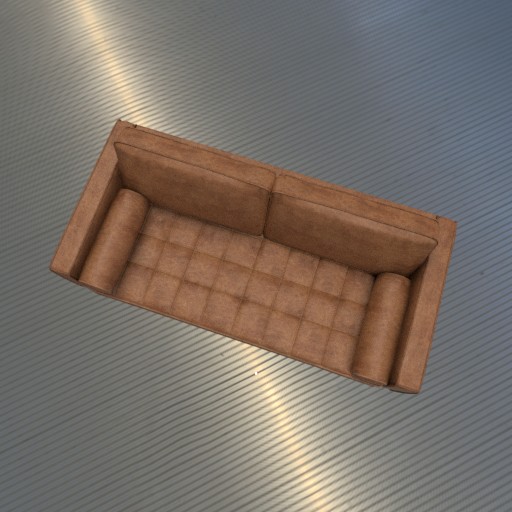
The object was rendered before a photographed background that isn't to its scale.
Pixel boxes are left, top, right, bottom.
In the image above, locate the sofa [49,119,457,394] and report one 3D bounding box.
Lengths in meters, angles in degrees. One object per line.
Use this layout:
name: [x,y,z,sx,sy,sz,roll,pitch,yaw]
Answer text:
sofa: [0.000,0.000,2.433,1.920,0.825,0.924,18,76,5]
